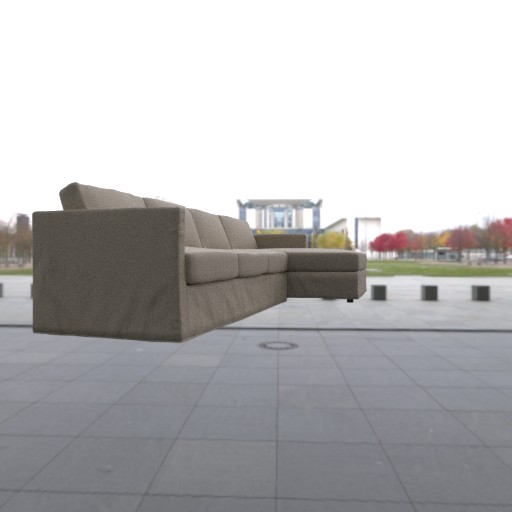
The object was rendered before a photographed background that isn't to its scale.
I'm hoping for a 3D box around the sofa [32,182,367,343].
[{"bbox_3d":[0.000,0.000,3.735,1.622,0.867,3.177,0,0,18],"label":"sofa"}]
